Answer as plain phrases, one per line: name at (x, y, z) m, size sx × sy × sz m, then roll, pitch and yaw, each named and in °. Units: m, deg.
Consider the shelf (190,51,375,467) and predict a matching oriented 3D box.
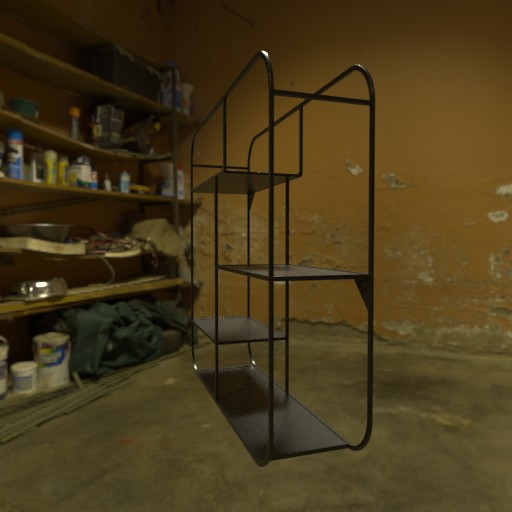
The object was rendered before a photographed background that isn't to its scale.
shelf at (0.000, 0.000, 0.900) m, size 0.160 × 0.600 × 0.600 m, roll -1°, pitch 2°, yaw -18°
